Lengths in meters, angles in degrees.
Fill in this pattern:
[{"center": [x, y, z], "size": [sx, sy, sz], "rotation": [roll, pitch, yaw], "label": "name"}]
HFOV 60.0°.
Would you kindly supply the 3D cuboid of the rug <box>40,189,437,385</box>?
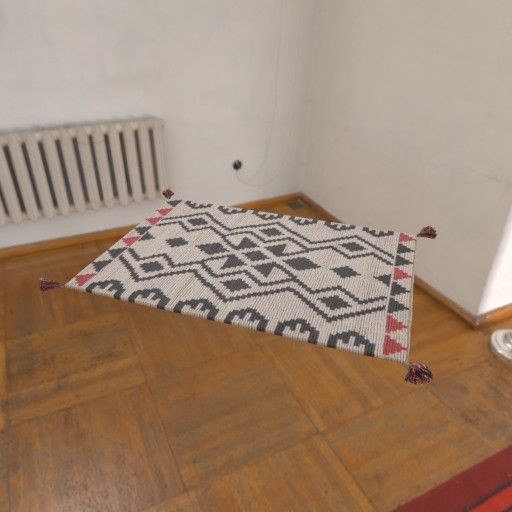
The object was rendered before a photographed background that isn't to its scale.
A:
[{"center": [0.000, 0.000, 2.674], "size": [2.069, 0.067, 1.444], "rotation": [10, 33, 16], "label": "rug"}]
